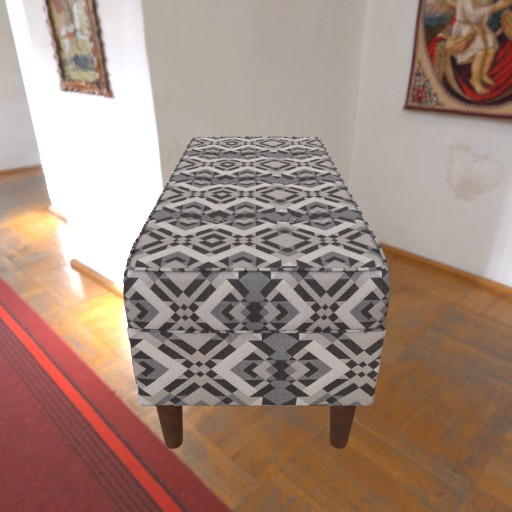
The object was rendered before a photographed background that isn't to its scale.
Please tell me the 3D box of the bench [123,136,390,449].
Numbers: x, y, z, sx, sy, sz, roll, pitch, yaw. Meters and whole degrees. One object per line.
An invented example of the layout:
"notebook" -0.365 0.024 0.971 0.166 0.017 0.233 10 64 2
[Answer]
"bench" 0.000 0.000 1.305 0.492 0.477 1.016 0 28 0
